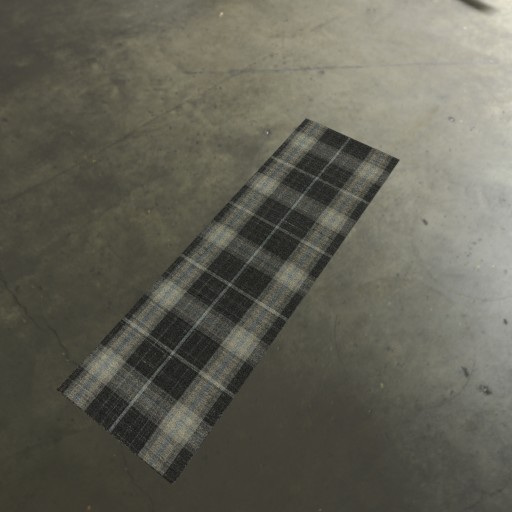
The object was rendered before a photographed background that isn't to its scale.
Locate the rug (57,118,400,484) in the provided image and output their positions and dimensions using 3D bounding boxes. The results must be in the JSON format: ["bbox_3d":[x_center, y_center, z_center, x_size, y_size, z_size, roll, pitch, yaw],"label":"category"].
[{"bbox_3d":[0.000,0.000,2.641,0.760,0.012,2.434,30,62,18],"label":"rug"}]
